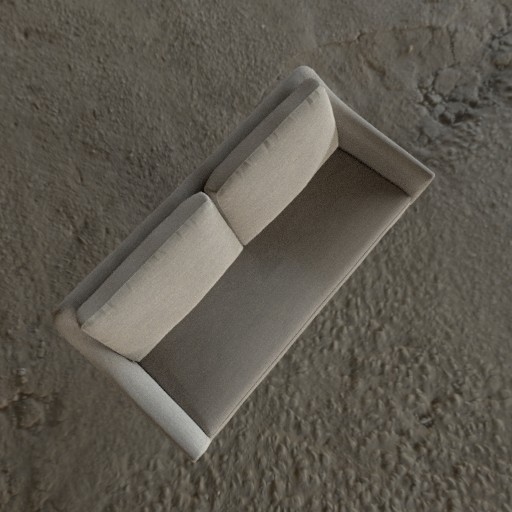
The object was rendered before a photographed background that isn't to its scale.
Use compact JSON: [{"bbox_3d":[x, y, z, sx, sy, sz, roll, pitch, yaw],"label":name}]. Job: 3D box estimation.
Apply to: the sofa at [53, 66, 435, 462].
[{"bbox_3d":[0.000,0.000,2.558,0.980,0.913,2.036,40,78,10],"label":"sofa"}]
